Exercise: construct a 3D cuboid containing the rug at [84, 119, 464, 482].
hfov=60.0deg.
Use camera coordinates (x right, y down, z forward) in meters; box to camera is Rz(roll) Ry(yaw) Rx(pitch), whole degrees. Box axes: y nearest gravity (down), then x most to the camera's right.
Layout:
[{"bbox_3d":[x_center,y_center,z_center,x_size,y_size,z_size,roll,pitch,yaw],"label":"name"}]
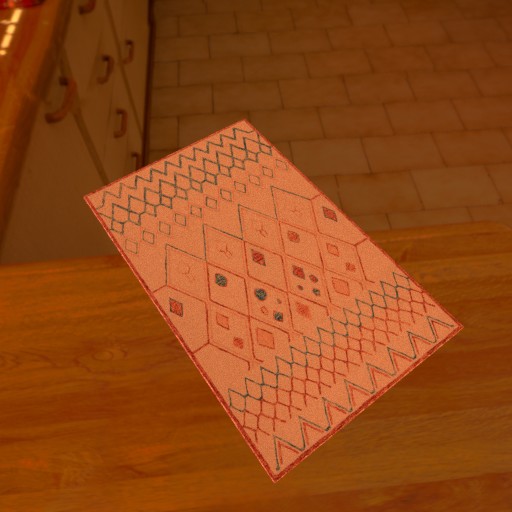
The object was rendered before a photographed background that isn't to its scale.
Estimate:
[{"bbox_3d":[0.000,0.000,3.128,1.524,0.015,2.438,-31,63,-18],"label":"rug"}]
